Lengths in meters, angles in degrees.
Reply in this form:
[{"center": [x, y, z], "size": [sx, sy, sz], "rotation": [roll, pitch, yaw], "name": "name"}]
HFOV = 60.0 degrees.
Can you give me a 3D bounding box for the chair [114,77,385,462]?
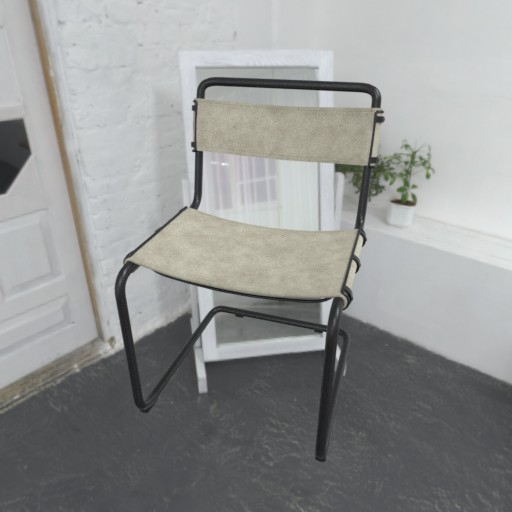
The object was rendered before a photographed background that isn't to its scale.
[{"center": [0.000, 0.000, 1.071], "size": [0.499, 0.747, 0.497], "rotation": [9, 29, 16], "name": "chair"}]
